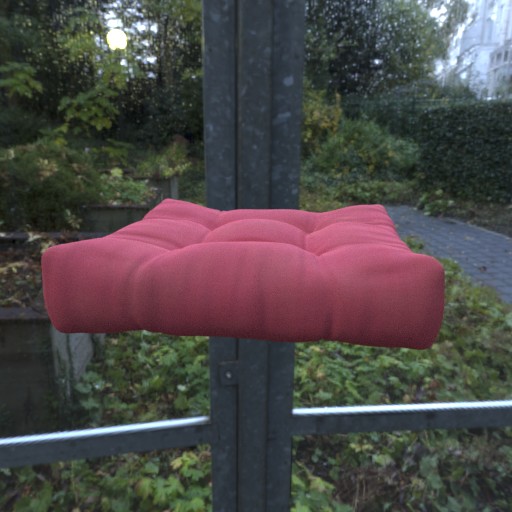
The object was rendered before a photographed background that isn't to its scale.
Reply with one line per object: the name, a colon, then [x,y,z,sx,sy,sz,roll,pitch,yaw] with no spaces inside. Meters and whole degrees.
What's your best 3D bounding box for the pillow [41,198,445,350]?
pillow: [0.000,0.000,0.733,0.490,0.128,0.468,2,15,8]
